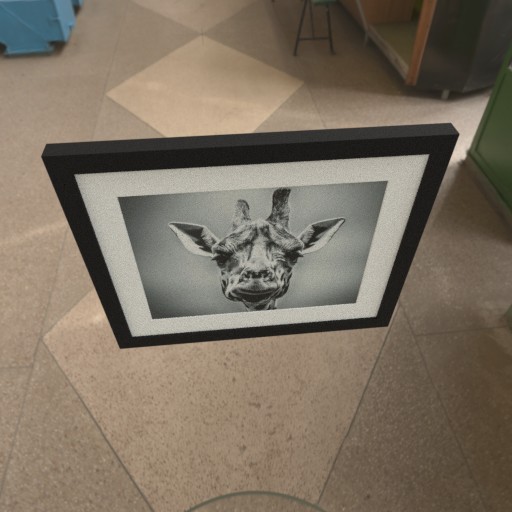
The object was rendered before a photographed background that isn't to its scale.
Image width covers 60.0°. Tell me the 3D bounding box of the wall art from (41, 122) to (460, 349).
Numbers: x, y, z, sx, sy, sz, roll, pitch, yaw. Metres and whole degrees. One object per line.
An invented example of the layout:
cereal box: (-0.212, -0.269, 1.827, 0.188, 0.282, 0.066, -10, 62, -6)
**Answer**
wall art: (0.000, 0.000, 0.763, 0.558, 0.457, 0.031, -4, 46, -4)
